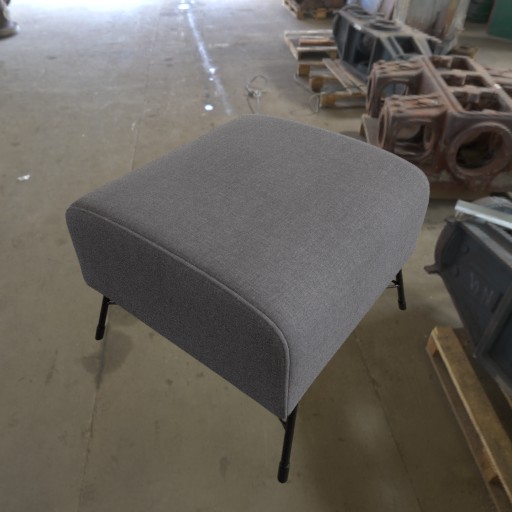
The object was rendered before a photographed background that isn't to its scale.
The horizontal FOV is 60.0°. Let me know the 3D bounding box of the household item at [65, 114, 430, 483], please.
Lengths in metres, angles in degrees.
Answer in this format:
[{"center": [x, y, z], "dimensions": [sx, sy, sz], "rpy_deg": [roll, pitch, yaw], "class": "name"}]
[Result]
[{"center": [0.000, 0.000, 0.916], "dimensions": [0.530, 0.410, 0.530], "rpy_deg": [27, 47, 28], "class": "household item"}]
